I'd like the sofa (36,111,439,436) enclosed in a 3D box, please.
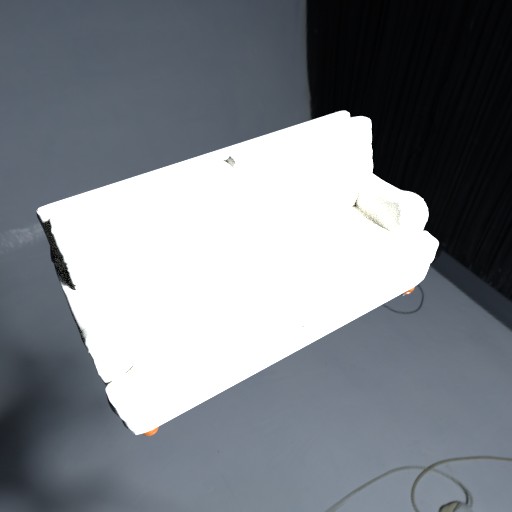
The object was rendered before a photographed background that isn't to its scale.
[{"bbox_3d":[0.000,0.000,2.711,2.159,1.087,1.086,-23,50,-21],"label":"sofa"}]
